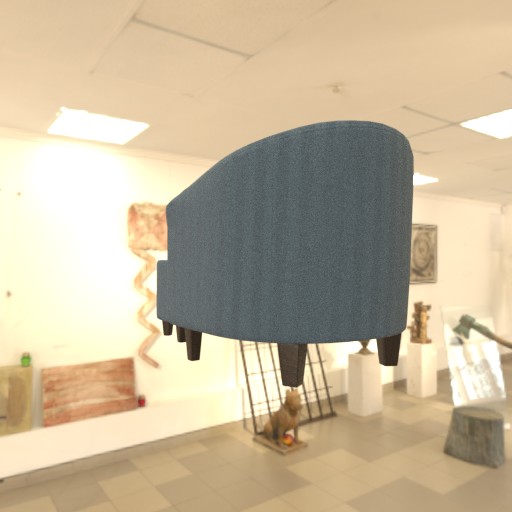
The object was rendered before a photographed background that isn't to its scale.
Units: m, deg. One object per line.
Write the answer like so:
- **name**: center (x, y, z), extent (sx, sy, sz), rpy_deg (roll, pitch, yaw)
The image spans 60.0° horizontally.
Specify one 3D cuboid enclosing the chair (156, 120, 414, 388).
- **chair**: center (0.000, 0.000, 1.791), extent (0.756, 0.757, 1.288), rpy_deg (1, -1, -36)
